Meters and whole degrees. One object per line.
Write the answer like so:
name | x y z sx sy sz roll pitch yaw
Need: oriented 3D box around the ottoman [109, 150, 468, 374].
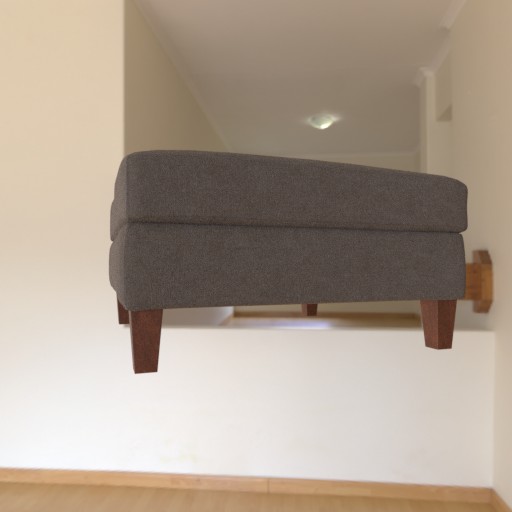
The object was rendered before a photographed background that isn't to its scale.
ottoman | 0.000 0.000 1.384 0.861 0.482 0.881 0 -1 -19
